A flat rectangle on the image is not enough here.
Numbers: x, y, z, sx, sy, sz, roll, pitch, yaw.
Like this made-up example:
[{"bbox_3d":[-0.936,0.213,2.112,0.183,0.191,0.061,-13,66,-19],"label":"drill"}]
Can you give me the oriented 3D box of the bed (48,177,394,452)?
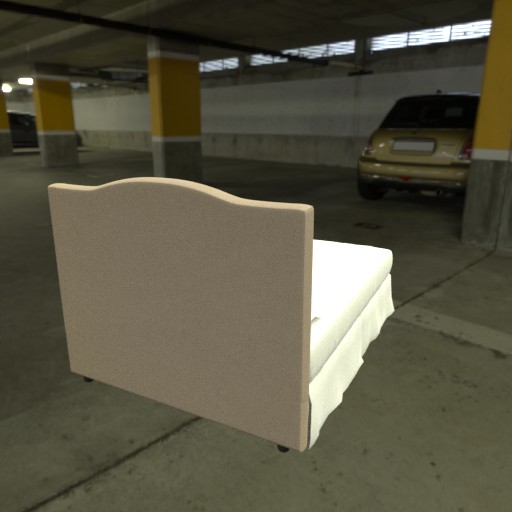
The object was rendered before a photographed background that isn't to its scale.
[{"bbox_3d":[0.000,0.000,3.471,1.821,1.436,2.282,8,19,26],"label":"bed"}]
